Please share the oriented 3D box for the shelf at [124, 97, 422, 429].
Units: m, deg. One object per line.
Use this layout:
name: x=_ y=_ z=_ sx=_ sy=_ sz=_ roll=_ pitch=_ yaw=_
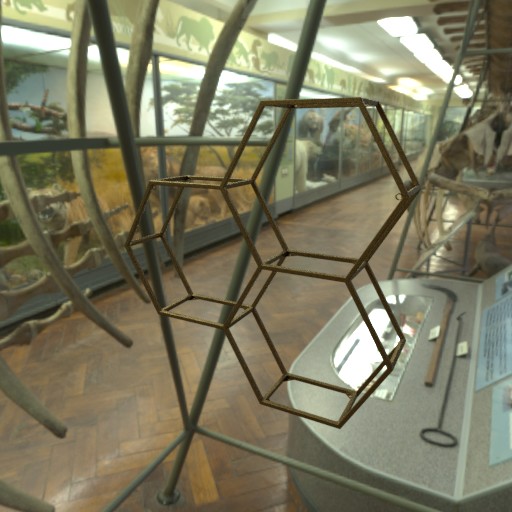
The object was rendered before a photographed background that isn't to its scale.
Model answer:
shelf: x=0.000 y=0.000 z=1.073 sx=0.708 sy=0.701 sz=0.150 roll=8 pitch=18 yaw=27
